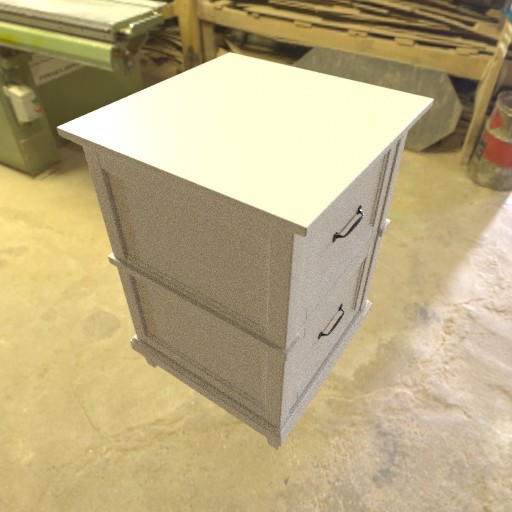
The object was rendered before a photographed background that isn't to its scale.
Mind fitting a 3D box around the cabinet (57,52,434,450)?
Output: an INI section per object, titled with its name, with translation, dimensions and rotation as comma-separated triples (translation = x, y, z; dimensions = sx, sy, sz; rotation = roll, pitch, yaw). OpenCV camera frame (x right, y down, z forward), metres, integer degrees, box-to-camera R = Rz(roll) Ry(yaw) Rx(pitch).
[cabinet]
translation = 0.000, 0.000, 1.150
dimensions = 0.547, 0.775, 0.544
rotation = 25, 47, 25
